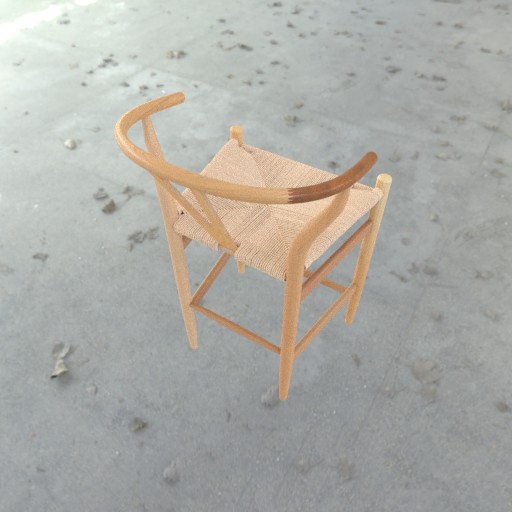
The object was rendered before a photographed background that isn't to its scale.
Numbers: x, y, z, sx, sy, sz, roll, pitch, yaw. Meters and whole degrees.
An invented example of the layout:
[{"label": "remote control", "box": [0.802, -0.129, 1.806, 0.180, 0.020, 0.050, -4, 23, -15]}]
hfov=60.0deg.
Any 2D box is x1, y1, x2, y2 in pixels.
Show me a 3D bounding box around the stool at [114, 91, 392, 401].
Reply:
[{"label": "stool", "box": [0.000, 0.000, 1.263, 0.536, 0.923, 0.575, 24, 51, 22]}]
